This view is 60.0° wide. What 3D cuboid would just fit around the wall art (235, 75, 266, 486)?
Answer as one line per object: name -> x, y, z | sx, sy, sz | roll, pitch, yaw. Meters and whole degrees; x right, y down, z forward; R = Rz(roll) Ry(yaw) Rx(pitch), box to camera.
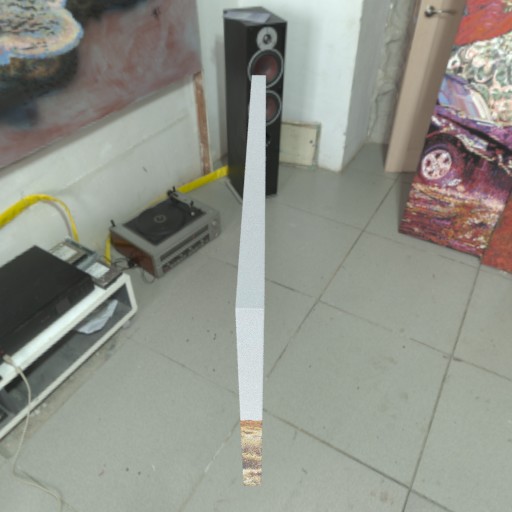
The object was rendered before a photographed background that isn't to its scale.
wall art -> 0.000, 0.000, 1.450 | 0.051, 0.761, 1.138 | 1, 42, 1
